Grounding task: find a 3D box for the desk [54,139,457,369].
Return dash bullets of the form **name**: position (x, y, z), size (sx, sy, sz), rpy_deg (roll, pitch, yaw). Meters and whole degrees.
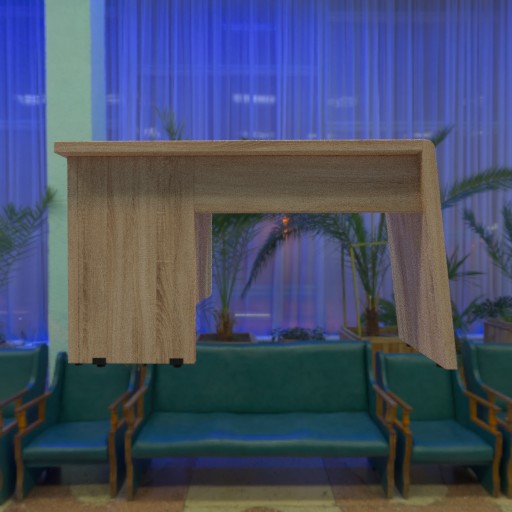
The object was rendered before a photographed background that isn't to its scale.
- **desk**: position (0.000, 0.000, 1.676), size (1.300, 0.750, 0.500), rpy_deg (0, 1, 1)
